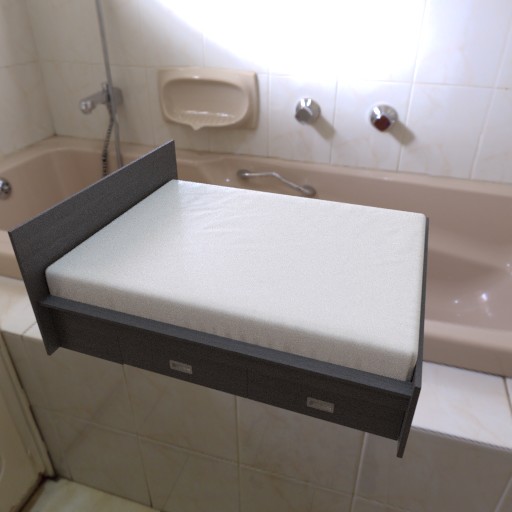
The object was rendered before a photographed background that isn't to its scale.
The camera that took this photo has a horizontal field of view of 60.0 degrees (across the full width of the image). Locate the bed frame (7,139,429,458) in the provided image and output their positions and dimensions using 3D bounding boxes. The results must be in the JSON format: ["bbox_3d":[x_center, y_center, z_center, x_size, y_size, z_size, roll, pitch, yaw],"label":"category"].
[{"bbox_3d":[0.000,0.000,2.709,1.960,0.800,1.622,10,32,17],"label":"bed frame"}]
